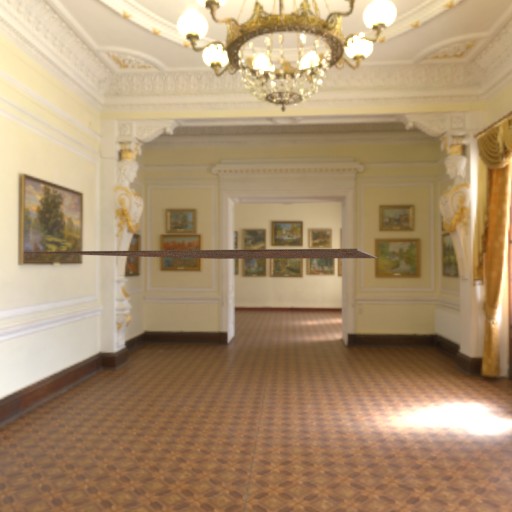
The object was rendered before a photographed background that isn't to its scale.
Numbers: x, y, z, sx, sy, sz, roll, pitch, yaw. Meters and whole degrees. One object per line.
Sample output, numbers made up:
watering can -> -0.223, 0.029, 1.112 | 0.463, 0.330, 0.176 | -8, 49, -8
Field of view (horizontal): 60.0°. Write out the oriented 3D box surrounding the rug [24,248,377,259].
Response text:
rug -> 0.000, 0.000, 2.996 | 1.515, 0.007, 2.427 | 0, -1, 17
